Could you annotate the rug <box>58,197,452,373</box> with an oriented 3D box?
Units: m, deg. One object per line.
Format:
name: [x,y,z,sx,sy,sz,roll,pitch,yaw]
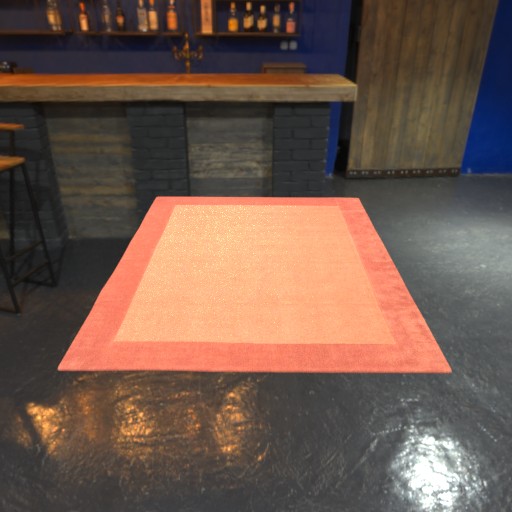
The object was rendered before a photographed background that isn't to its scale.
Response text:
rug: [0.000,0.000,4.010,2.430,0.018,2.976,0,28,0]
